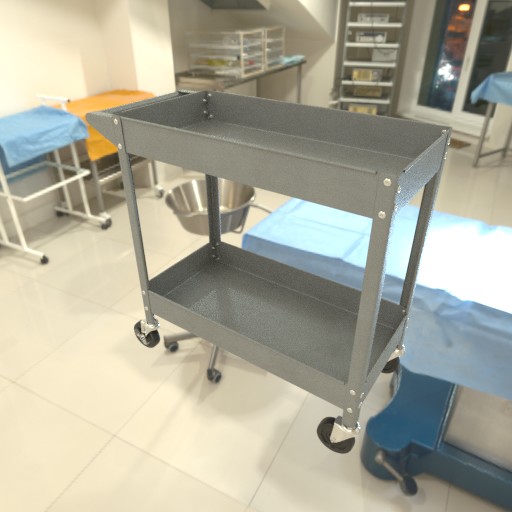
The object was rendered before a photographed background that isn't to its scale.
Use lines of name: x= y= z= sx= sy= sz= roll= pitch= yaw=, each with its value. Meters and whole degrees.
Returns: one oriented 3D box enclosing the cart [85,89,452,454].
cart: x=0.000 y=0.000 z=1.170 sx=0.779 sy=0.719 sz=0.366 roll=20 pitch=37 yaw=29
